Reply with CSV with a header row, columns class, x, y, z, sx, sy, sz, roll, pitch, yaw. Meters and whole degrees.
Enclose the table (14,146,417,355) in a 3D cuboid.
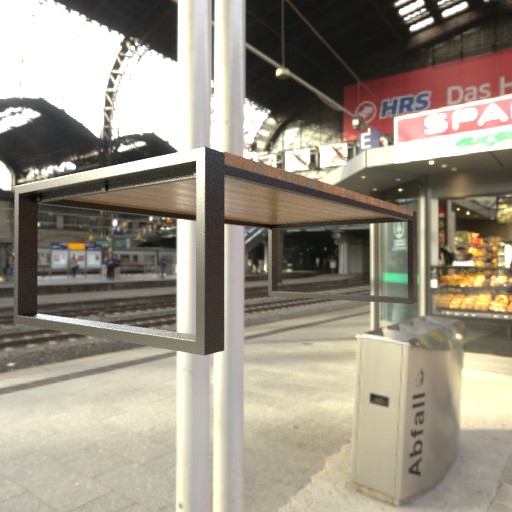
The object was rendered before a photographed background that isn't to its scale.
class,x,y,z,sx,sy,sz,roll,pitch,yaw
table,0.000,0.000,1.608,0.750,0.400,1.350,-1,-1,36
